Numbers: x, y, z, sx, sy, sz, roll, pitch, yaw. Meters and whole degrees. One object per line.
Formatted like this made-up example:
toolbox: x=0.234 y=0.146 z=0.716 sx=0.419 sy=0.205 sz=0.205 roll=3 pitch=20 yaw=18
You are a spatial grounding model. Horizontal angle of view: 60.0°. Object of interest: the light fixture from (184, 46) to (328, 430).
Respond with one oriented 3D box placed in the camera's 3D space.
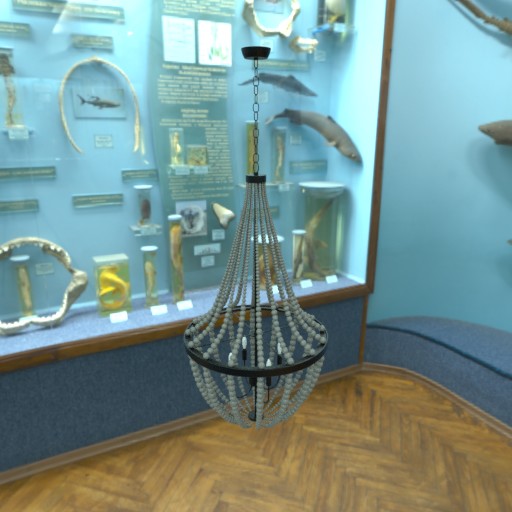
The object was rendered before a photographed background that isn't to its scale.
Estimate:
light fixture: x=0.000 y=0.000 z=1.322 sx=0.450 sy=1.133 sz=0.450 roll=0 pitch=16 yaw=0
